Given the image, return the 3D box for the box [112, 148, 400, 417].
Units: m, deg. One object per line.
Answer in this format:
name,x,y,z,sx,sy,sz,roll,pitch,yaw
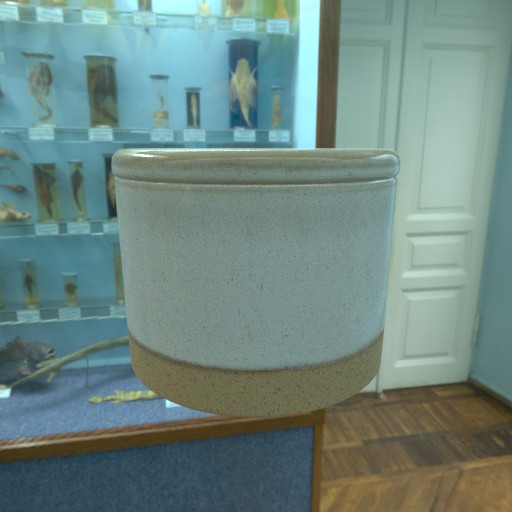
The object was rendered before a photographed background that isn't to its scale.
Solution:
box,0.000,0.000,0.260,0.154,0.123,0.154,0,14,0
